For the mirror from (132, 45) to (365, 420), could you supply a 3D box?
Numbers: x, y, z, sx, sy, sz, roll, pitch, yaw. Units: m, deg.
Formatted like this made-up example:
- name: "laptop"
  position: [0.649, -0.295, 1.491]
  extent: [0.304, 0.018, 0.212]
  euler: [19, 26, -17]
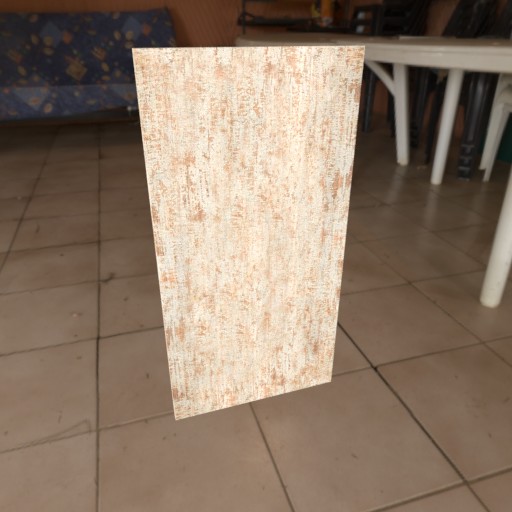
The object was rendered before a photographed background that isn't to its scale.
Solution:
- name: "mirror"
  position: [0.000, 0.000, 1.080]
  extent: [0.472, 0.922, 0.027]
  euler: [-9, 28, -16]
